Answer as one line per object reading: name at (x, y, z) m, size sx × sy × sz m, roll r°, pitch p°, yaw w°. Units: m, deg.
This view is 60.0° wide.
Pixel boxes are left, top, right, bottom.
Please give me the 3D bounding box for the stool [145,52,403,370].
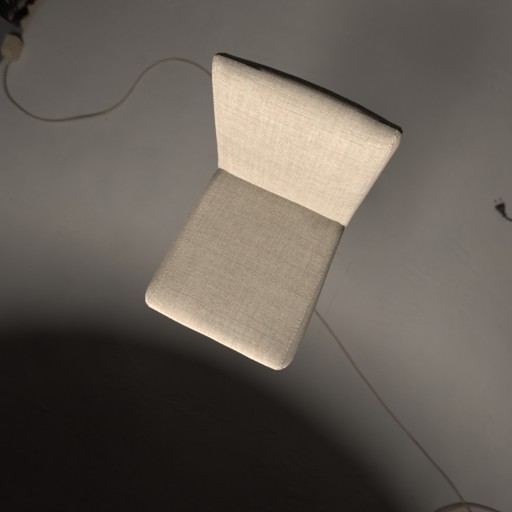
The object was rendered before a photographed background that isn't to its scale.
stool at (0.000, 0.000, 1.366) m, size 0.454 × 1.039 × 0.567 m, roll 25°, pitch 78°, yaw 6°
